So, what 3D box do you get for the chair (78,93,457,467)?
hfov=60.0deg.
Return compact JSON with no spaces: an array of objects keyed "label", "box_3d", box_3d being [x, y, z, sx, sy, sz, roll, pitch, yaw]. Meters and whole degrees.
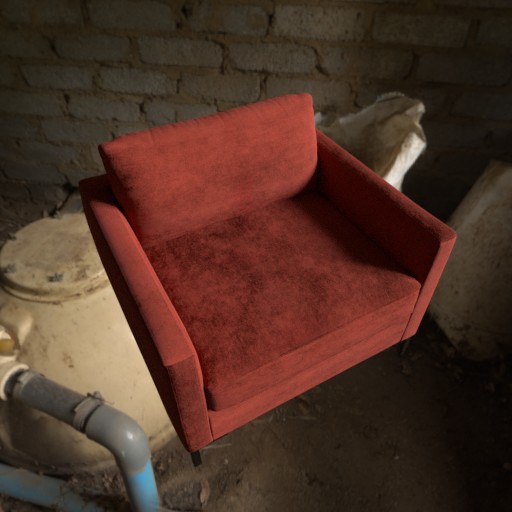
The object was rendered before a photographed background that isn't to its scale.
[{"label":"chair","box_3d":[0.000,0.000,1.565,0.964,0.812,0.875,-21,48,-20]}]
